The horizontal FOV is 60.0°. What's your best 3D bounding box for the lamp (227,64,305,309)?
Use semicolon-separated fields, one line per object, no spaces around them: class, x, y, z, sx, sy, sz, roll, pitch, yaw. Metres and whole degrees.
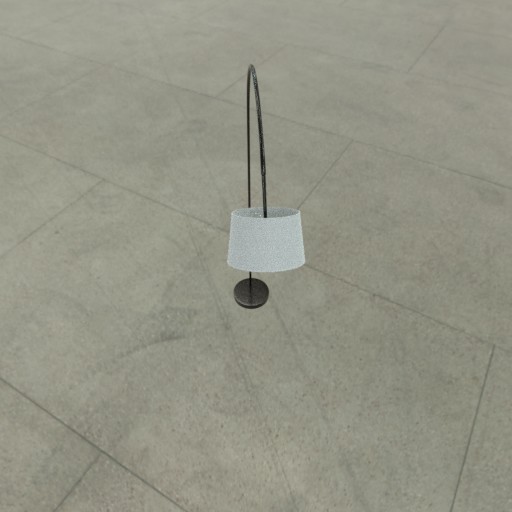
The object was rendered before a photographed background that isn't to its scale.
lamp;0.000;0.000;2.654;0.331;2.104;1.363;-3;47;-3
